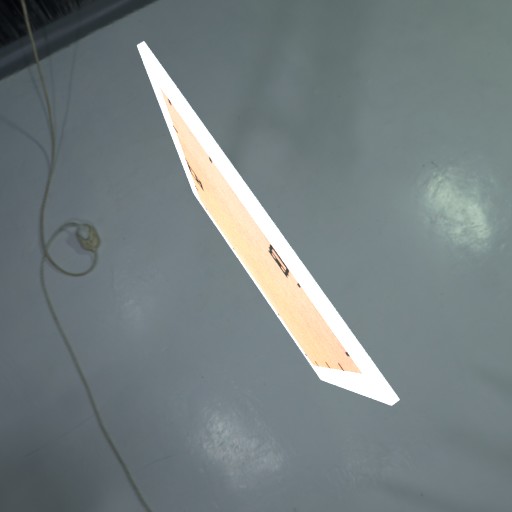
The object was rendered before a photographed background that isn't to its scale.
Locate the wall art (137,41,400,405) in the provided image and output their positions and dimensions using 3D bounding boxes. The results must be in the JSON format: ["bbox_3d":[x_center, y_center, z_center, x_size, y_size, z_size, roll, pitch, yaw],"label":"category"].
[{"bbox_3d":[0.000,0.000,0.855,0.013,0.584,0.584,-33,79,-7],"label":"wall art"}]
